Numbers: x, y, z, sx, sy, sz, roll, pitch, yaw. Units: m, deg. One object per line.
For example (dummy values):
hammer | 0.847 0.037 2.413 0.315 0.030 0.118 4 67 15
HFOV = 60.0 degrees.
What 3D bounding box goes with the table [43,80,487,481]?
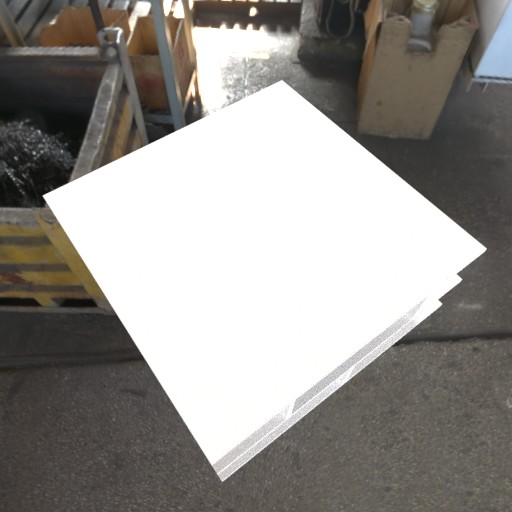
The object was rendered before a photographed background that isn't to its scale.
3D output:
table | 0.000 0.000 1.100 0.700 0.289 0.700 -32 63 -18
